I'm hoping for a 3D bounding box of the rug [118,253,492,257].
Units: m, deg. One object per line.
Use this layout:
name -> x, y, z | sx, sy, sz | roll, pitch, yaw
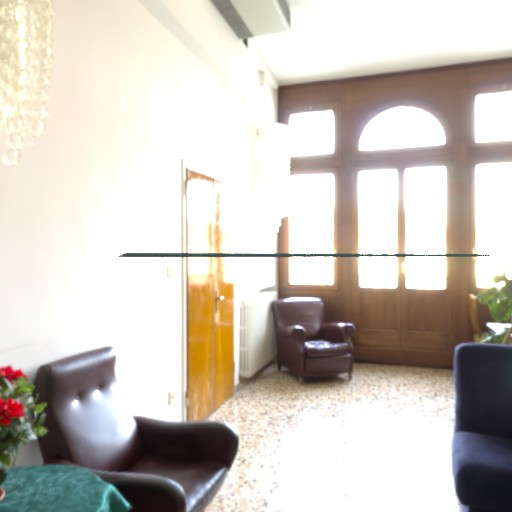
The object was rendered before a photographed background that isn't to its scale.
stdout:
rug -> 0.000, 0.000, 3.996 | 2.350, 0.018, 2.964 | 0, 0, -18
